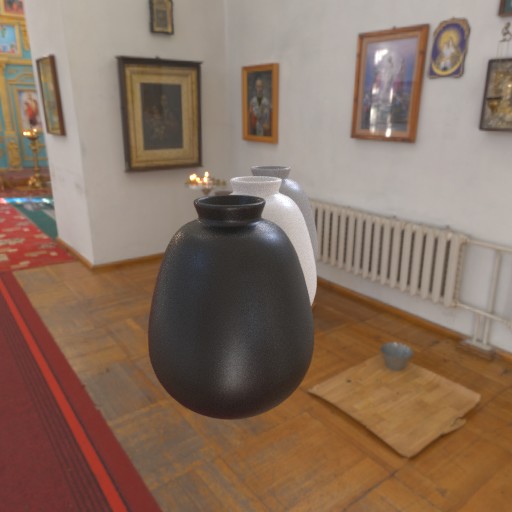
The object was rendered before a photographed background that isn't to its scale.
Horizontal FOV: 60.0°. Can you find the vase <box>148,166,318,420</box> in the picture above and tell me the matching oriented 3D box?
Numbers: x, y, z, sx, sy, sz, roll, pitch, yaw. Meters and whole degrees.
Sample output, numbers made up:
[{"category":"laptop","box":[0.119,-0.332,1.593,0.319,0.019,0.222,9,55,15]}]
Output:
[{"category":"vase","box":[0.000,0.000,0.354,0.097,0.122,0.297,2,16,8]}]
